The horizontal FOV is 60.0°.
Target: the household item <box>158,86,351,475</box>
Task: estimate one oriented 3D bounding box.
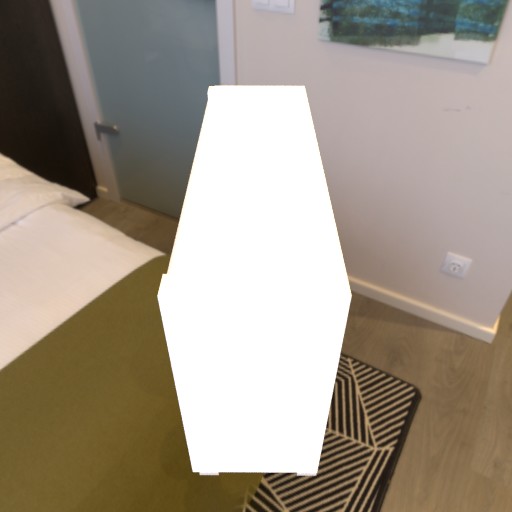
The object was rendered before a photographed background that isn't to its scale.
[{"bbox_3d":[0.000,0.000,1.735,0.420,0.867,1.300,0,40,0],"label":"household item"}]
